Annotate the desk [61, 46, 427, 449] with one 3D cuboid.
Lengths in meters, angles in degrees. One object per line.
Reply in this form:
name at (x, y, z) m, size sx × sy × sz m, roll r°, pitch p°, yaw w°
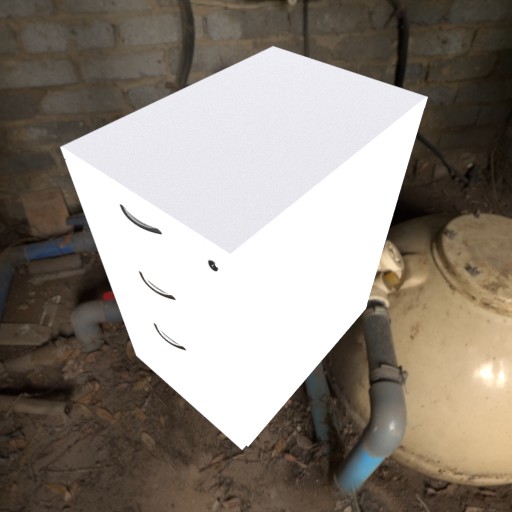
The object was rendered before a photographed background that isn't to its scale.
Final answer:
desk at (0.000, 0.000, 1.094) m, size 0.404 × 0.730 × 0.600 m, roll 32°, pitch 54°, yaw 27°
